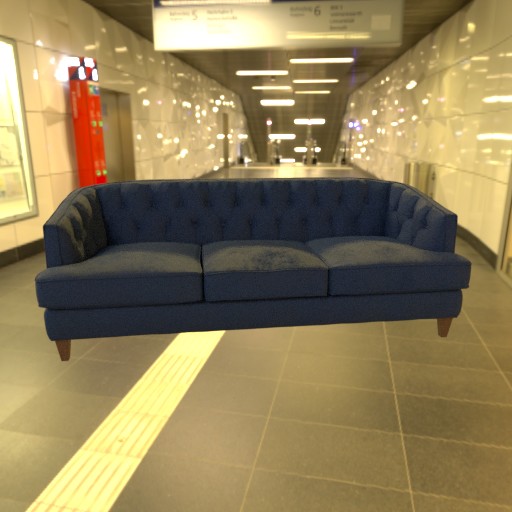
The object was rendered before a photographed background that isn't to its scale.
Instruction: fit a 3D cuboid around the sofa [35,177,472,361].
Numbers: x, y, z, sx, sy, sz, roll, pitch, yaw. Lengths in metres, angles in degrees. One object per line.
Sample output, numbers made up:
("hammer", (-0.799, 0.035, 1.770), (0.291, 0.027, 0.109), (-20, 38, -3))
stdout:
("sofa", (0.000, 0.000, 2.680), (2.278, 0.855, 0.941), (-2, 16, -7))
